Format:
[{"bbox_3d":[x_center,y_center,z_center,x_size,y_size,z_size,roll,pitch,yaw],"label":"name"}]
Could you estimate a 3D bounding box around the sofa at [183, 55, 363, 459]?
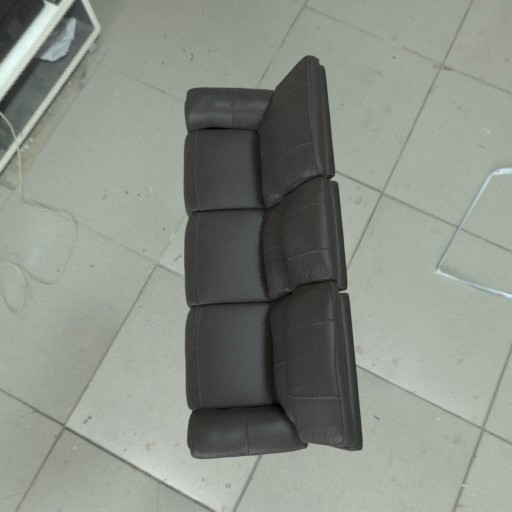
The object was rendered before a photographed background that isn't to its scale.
[{"bbox_3d":[0.000,0.000,3.185,1.104,1.134,2.627,-3,76,-1],"label":"sofa"}]
